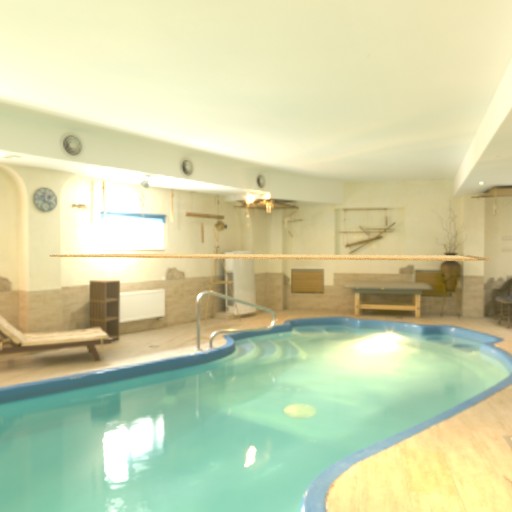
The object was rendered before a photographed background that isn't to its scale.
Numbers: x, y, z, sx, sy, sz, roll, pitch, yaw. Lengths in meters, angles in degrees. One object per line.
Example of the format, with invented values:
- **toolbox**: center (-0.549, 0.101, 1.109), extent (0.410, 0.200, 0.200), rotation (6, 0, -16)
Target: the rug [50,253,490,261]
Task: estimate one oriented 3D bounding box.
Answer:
- **rug**: center (0.000, 0.000, 2.817), extent (2.544, 0.015, 0.795), rotation (0, 1, 19)
